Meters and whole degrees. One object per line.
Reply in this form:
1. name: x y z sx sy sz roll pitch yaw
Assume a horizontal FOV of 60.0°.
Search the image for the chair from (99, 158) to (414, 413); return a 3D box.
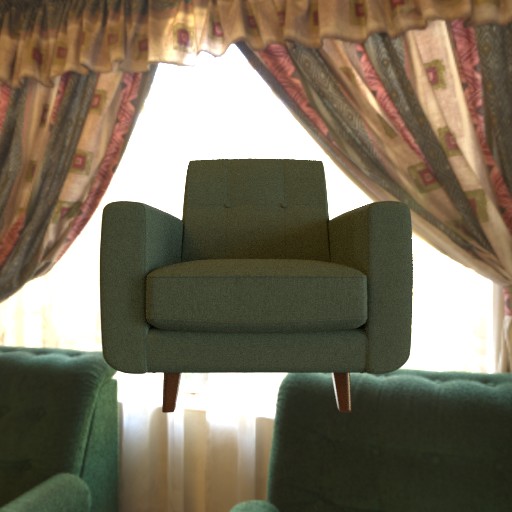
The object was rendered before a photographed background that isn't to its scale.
1. chair: 0.000 0.000 1.589 0.831 0.841 0.909 0 0 0
